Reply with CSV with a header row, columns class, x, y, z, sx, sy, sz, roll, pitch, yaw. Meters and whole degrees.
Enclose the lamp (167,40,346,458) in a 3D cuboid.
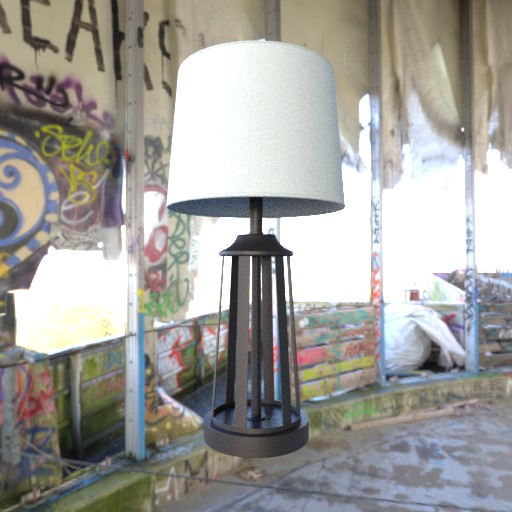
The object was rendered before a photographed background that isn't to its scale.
class,x,y,z,sx,sy,sz,roll,pitch,yaw
lamp,0.000,0.000,0.633,0.251,0.509,0.251,0,-1,0
